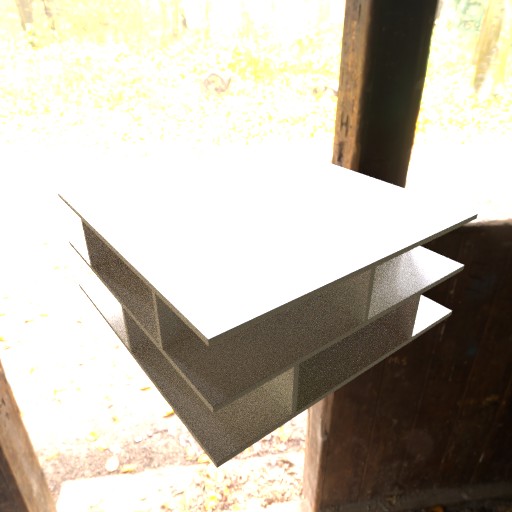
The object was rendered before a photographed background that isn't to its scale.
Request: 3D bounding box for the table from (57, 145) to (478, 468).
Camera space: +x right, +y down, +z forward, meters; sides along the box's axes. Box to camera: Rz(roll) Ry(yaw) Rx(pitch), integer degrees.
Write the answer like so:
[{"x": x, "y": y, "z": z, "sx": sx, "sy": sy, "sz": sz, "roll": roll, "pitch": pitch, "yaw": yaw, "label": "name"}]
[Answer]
[{"x": 0.000, "y": 0.000, "z": 1.106, "sx": 0.700, "sy": 0.289, "sz": 0.700, "roll": -21, "pitch": 35, "yaw": -32, "label": "table"}]
